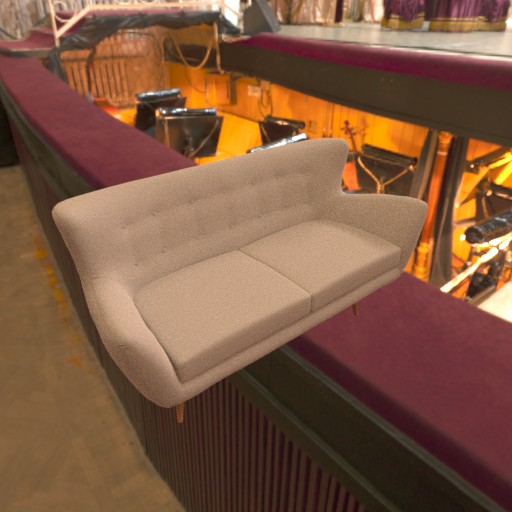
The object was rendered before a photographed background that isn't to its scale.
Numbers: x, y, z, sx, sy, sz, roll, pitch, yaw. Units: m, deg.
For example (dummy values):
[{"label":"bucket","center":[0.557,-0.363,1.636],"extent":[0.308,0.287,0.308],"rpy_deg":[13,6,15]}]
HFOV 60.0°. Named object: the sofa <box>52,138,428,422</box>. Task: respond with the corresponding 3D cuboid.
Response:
[{"label":"sofa","center":[0.000,0.000,2.416],"extent":[1.930,0.890,0.899],"rpy_deg":[-22,37,-33]}]
